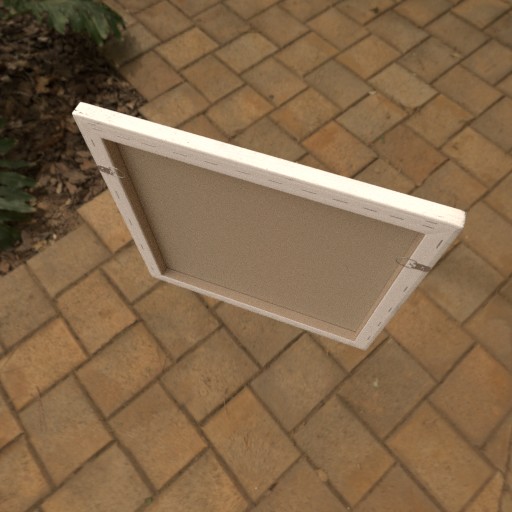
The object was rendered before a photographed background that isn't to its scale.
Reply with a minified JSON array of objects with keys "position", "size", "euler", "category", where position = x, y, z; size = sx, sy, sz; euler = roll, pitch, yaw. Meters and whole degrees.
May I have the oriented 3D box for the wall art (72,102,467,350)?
[{"position":[0.000,0.000,1.150],"size":[0.762,0.762,0.038],"euler":[18,64,9],"category":"wall art"}]
